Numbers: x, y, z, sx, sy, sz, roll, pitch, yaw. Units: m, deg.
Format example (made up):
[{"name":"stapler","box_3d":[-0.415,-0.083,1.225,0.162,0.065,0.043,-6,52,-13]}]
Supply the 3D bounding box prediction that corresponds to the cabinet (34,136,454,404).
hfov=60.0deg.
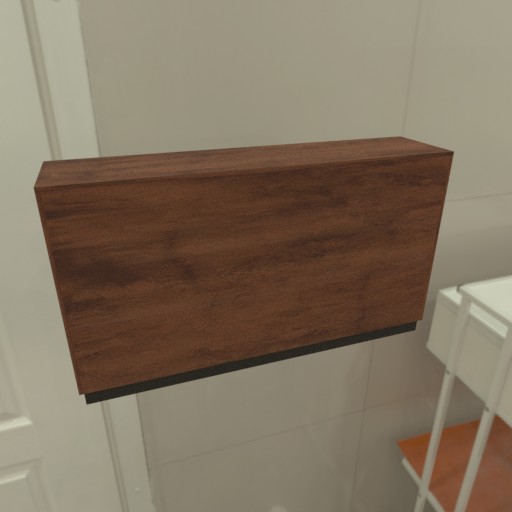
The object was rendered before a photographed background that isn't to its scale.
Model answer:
[{"name":"cabinet","box_3d":[0.000,0.000,1.977,1.600,0.900,0.420,-8,26,-17]}]
